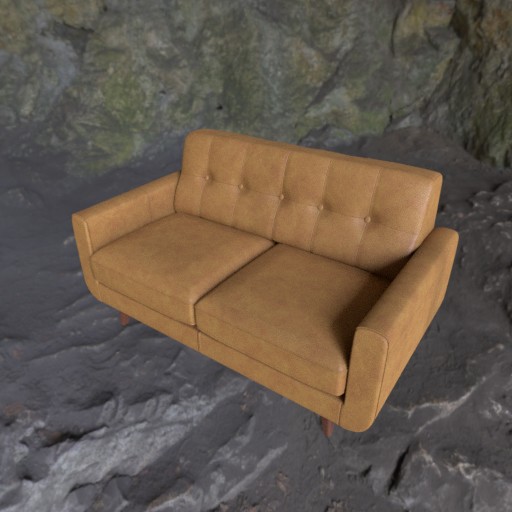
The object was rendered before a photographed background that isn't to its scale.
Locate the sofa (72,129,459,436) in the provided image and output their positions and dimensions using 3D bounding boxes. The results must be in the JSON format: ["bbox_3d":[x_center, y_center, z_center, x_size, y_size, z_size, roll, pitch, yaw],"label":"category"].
[{"bbox_3d":[0.000,0.000,2.201,1.651,0.925,0.952,19,35,30],"label":"sofa"}]
